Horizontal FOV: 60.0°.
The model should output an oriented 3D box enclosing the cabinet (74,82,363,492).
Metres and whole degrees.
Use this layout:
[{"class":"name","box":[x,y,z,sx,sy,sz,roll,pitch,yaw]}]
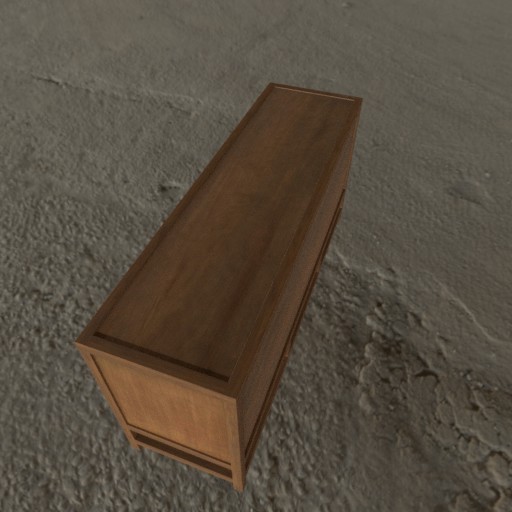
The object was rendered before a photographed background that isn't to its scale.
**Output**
[{"class":"cabinet","box":[0.000,0.000,2.054,0.522,0.820,1.708,15,49,14]}]
